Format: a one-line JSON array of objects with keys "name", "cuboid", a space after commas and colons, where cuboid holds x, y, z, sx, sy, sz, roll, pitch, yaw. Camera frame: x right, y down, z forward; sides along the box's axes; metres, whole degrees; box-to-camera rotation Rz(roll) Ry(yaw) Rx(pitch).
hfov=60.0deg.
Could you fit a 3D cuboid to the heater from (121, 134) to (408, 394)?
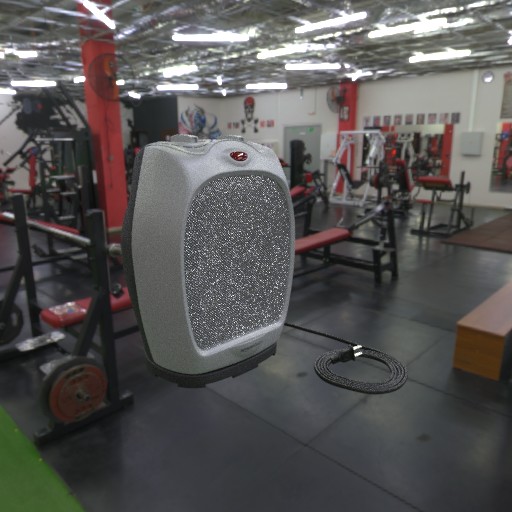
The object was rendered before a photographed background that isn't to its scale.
[{"name": "heater", "cuboid": [0.000, 0.000, 0.482, 0.239, 0.255, 0.291, -13, 20, -42]}]
